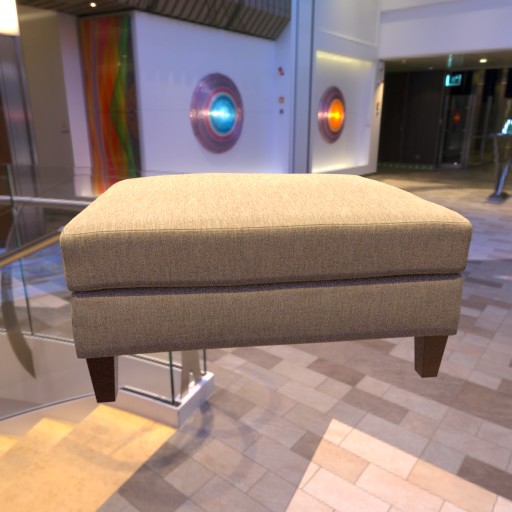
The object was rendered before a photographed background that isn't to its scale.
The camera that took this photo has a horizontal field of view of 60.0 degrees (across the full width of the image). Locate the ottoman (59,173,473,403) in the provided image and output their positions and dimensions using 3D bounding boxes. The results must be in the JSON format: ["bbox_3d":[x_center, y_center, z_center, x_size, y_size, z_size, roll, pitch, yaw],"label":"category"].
[{"bbox_3d":[0.000,0.000,1.443,0.976,0.492,0.836,-2,17,-7],"label":"ottoman"}]
